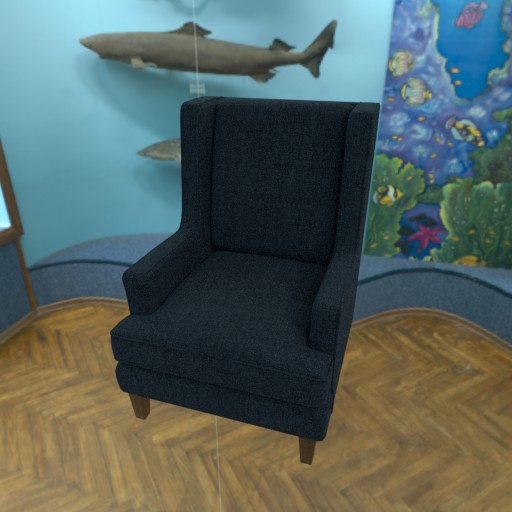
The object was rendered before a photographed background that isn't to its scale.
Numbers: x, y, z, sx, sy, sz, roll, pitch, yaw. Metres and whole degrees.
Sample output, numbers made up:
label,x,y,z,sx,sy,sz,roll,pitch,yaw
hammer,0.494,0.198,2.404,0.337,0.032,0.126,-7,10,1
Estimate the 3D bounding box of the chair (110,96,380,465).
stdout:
label,x,y,z,sx,sy,sz,roll,pitch,yaw
chair,0.000,0.000,1.723,0.764,1.072,0.947,8,27,16
